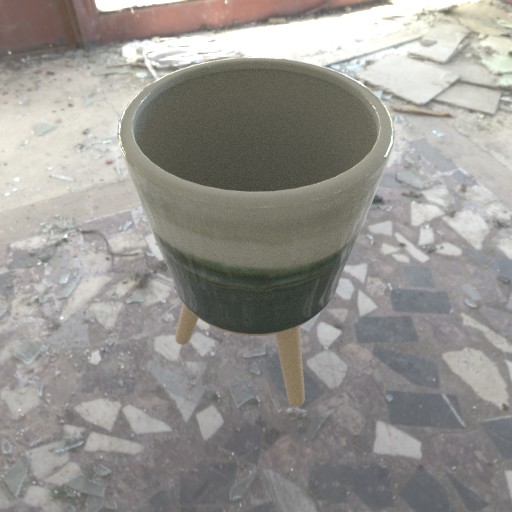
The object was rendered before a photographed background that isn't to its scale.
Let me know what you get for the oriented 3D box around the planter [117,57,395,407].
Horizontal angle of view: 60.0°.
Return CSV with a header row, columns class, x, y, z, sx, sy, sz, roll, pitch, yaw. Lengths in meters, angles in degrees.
class,x,y,z,sx,sy,sz,roll,pitch,yaw
planter,0.000,0.000,0.472,0.217,0.331,0.217,10,48,9
